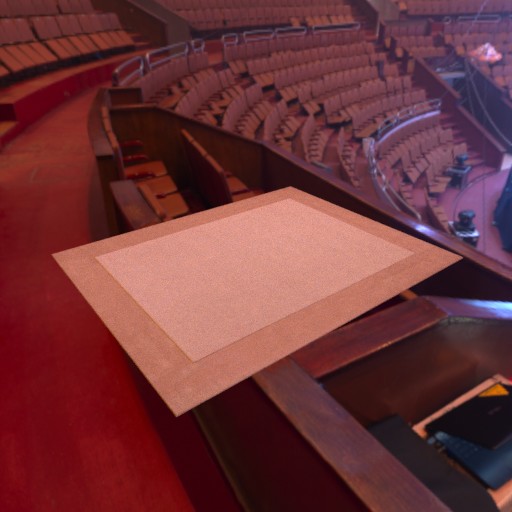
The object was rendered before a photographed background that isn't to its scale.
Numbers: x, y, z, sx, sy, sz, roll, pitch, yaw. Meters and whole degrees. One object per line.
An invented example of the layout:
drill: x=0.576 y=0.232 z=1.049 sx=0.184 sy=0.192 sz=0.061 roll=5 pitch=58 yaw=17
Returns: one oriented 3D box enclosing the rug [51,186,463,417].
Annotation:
rug: x=0.000 y=0.000 z=4.197 sx=3.048 sy=0.014 sz=2.438 roll=-21 pitch=35 yaw=-32
